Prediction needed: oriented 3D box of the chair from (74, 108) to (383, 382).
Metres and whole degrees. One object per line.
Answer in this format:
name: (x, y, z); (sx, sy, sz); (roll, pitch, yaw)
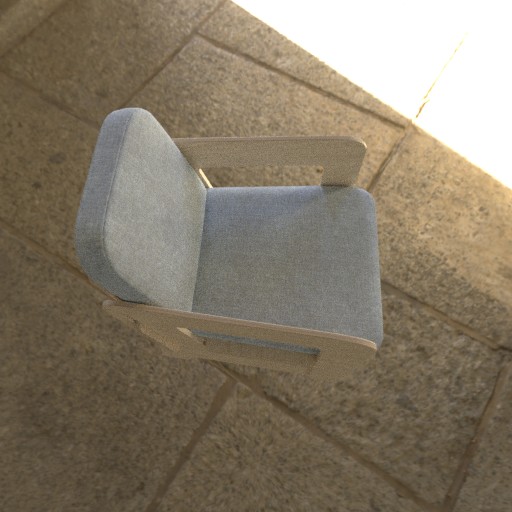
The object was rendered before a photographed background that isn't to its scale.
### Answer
chair: (0.000, 0.000, 1.275); (0.710, 0.800, 0.590); (3, 65, 2)
